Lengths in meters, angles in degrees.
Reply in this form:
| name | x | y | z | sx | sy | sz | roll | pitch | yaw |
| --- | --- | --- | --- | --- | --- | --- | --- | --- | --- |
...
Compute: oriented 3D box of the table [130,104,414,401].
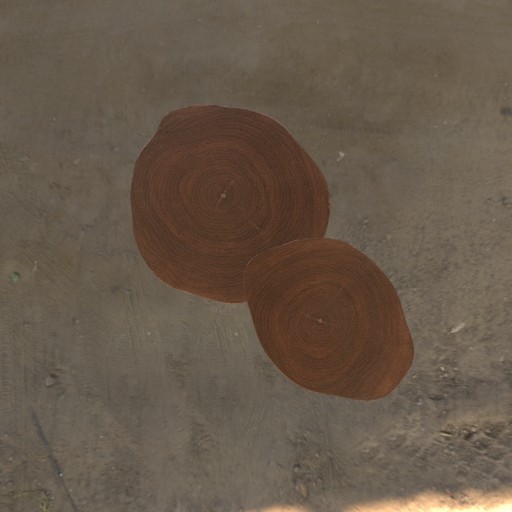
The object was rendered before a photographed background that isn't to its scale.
| name | x | y | z | sx | sy | sz | roll | pitch | yaw |
| --- | --- | --- | --- | --- | --- | --- | --- | --- | --- |
| table | 0.000 | 0.000 | 1.085 | 0.442 | 0.538 | 0.759 | -34 | 79 | -7 |
